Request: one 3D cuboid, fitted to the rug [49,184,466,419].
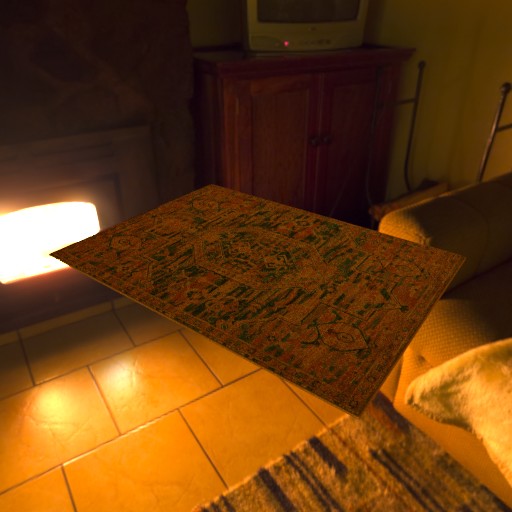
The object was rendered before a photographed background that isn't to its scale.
[{"bbox_3d":[0.000,0.000,2.877,2.204,0.024,1.588,20,36,31],"label":"rug"}]
